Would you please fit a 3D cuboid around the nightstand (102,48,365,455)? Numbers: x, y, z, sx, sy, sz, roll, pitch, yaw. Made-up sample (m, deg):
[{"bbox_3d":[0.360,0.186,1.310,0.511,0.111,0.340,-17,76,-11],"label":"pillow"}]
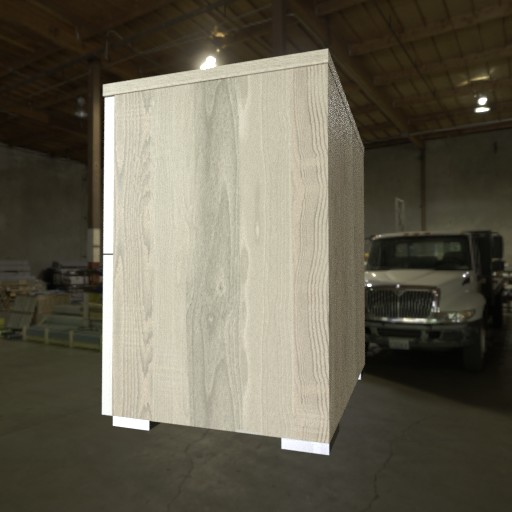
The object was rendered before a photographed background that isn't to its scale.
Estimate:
[{"bbox_3d":[0.000,0.000,0.762,0.325,0.461,0.442,-1,-2,19],"label":"nightstand"}]
